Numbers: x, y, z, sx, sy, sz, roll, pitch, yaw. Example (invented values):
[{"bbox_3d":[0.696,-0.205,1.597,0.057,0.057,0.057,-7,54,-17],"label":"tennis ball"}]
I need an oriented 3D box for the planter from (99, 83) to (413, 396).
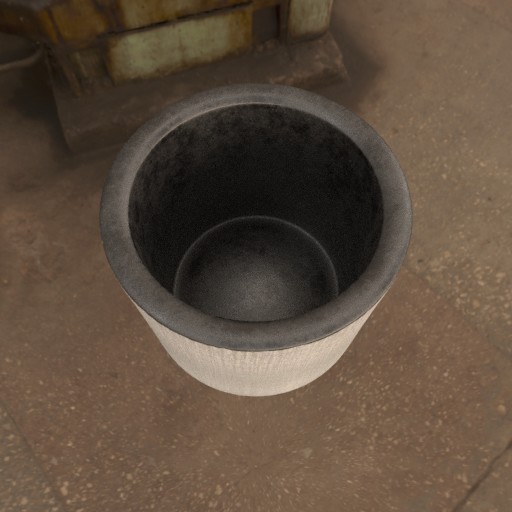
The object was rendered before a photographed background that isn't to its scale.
[{"bbox_3d":[0.000,0.000,0.225,0.125,0.112,0.125,0,65,0],"label":"planter"}]
